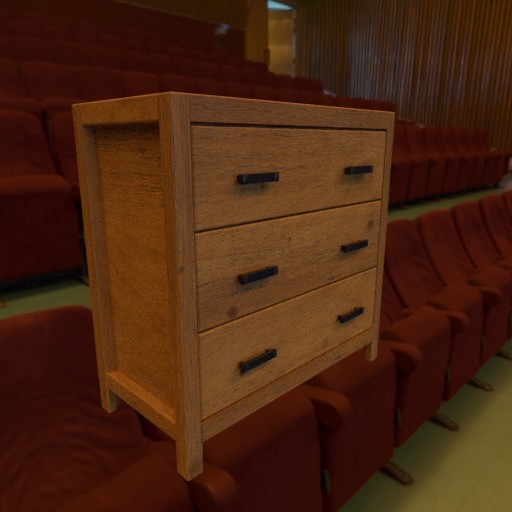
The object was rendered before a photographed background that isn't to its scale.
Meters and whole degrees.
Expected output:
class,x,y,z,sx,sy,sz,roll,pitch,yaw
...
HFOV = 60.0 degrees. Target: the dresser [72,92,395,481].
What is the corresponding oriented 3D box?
class,x,y,z,sx,sy,sz,roll,pitch,yaw
dresser,0.000,0.000,1.272,0.427,0.804,0.804,14,20,43
